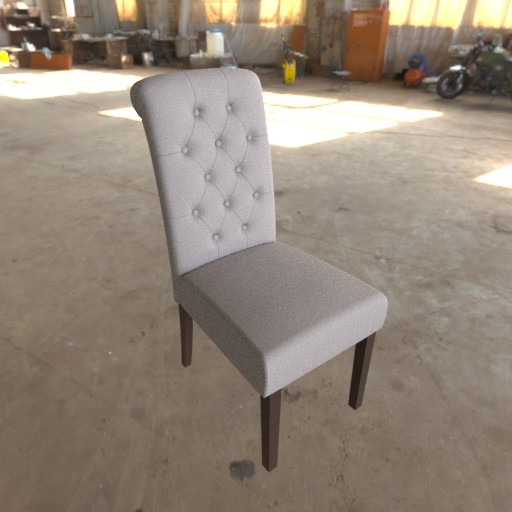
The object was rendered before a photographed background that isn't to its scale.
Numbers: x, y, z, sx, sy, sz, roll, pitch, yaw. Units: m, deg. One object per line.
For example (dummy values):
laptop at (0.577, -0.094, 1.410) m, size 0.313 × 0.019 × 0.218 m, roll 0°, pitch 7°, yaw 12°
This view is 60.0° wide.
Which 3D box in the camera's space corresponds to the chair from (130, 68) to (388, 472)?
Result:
chair at (0.000, 0.000, 1.354) m, size 0.456 × 1.006 × 0.671 m, roll -21°, pitch 36°, yaw -32°
